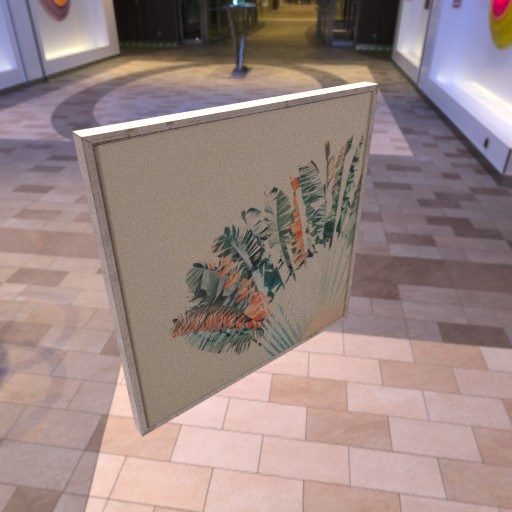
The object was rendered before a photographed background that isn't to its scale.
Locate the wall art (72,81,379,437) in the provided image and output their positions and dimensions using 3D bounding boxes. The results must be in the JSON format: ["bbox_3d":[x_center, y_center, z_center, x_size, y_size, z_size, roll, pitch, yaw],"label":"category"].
[{"bbox_3d":[0.000,0.000,0.758,0.508,0.506,0.029,-22,38,-32],"label":"wall art"}]
